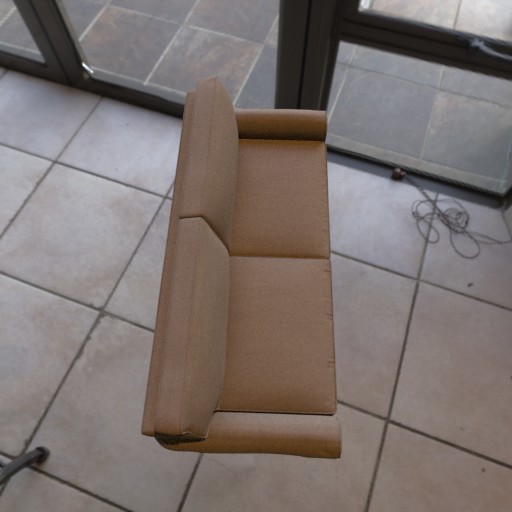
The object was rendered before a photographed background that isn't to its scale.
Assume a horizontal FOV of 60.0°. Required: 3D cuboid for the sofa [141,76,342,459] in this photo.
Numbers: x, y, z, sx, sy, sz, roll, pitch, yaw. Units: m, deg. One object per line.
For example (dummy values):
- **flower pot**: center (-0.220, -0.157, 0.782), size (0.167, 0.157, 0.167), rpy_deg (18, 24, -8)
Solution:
- **sofa**: center (0.000, 0.000, 2.731), size (0.991, 0.943, 2.248), rpy_deg (2, 65, 1)
